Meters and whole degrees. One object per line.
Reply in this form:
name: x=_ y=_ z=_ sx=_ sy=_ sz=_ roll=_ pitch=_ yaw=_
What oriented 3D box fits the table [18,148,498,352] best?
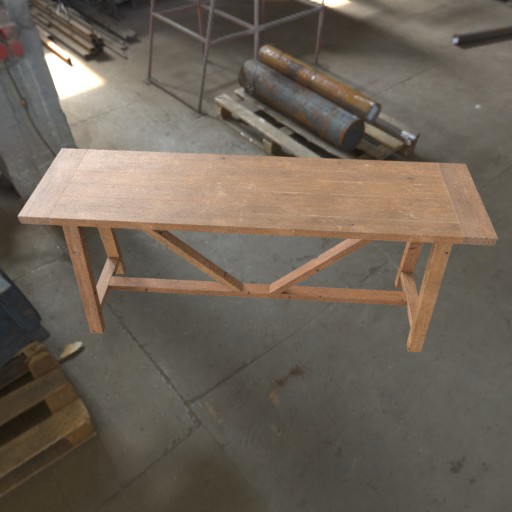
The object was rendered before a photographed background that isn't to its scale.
table: x=0.000 y=0.000 z=2.109 sx=1.800 sy=0.810 sz=0.465 roll=3 pitch=47 yaw=3
